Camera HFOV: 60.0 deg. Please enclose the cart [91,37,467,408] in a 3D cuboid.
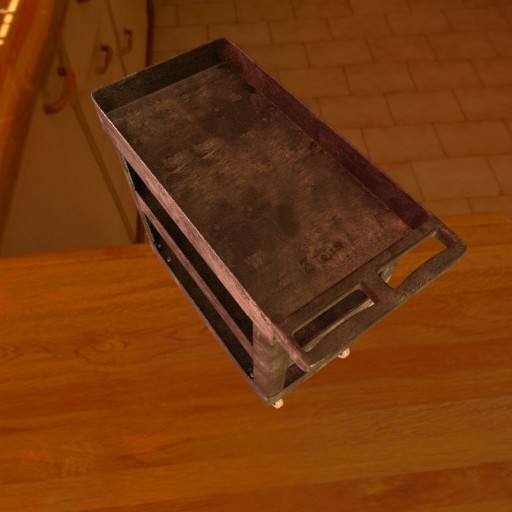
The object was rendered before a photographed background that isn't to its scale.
[{"bbox_3d":[0.000,0.000,1.344,0.420,0.824,0.877,-32,64,-18],"label":"cart"}]
